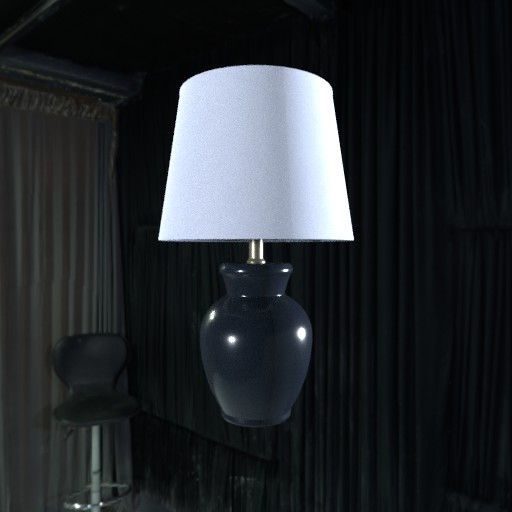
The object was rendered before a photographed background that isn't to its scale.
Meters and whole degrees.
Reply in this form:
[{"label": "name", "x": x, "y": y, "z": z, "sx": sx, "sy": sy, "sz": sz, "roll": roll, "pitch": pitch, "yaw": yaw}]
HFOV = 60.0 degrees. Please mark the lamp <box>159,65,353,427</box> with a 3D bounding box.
[{"label": "lamp", "x": 0.000, "y": 0.000, "z": 0.557, "sx": 0.239, "sy": 0.399, "sz": 0.239, "roll": 0, "pitch": 1, "yaw": 0}]
